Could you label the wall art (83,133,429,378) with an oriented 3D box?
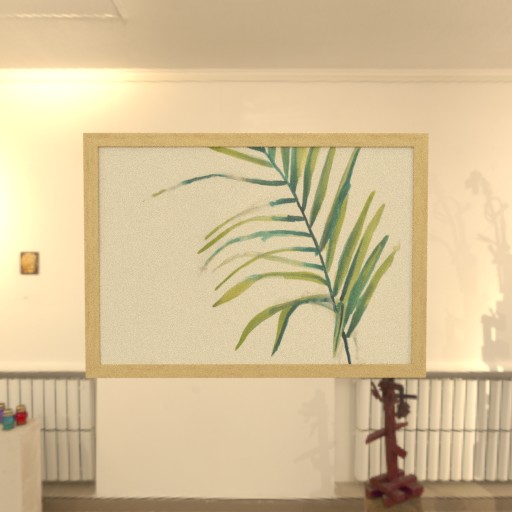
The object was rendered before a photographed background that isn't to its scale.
[{"bbox_3d":[0.000,0.000,0.703,0.532,0.380,0.032,0,2,0],"label":"wall art"}]
